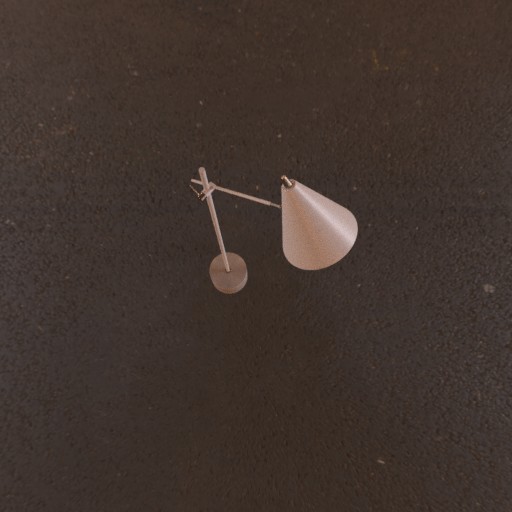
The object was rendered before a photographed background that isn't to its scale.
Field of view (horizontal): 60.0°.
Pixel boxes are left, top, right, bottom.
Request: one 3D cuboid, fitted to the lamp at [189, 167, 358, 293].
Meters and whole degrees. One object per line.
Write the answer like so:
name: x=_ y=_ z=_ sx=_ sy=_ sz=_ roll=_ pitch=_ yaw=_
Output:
lamp: x=0.000 y=0.000 z=1.589 sx=0.508 sy=1.430 sz=0.223 roll=38 pitch=78 yaw=10
